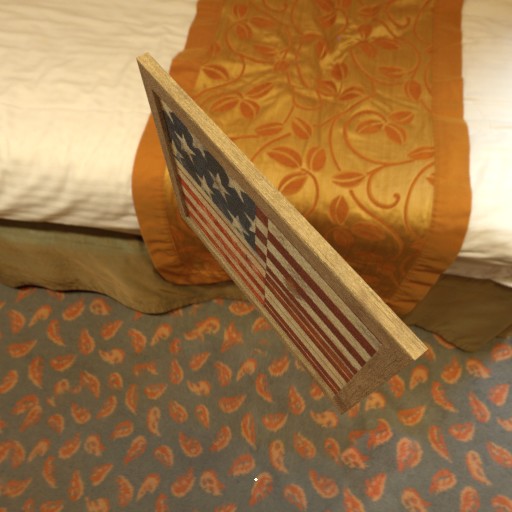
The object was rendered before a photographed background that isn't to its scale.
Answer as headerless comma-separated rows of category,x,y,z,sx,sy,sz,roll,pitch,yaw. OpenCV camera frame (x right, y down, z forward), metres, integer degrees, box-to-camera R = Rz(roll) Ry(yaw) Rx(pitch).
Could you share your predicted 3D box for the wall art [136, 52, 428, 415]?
wall art,0.000,0.000,0.921,0.026,0.535,0.690,-34,68,-16
